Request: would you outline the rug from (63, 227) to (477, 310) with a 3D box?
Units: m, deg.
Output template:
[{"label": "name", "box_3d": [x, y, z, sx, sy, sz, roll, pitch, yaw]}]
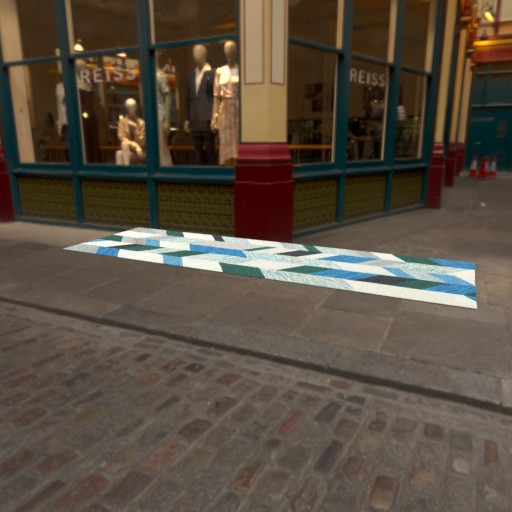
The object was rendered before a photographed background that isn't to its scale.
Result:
[{"label": "rug", "box_3d": [0.000, 0.000, 2.718, 2.437, 0.008, 0.774, 7, 17, 24]}]
